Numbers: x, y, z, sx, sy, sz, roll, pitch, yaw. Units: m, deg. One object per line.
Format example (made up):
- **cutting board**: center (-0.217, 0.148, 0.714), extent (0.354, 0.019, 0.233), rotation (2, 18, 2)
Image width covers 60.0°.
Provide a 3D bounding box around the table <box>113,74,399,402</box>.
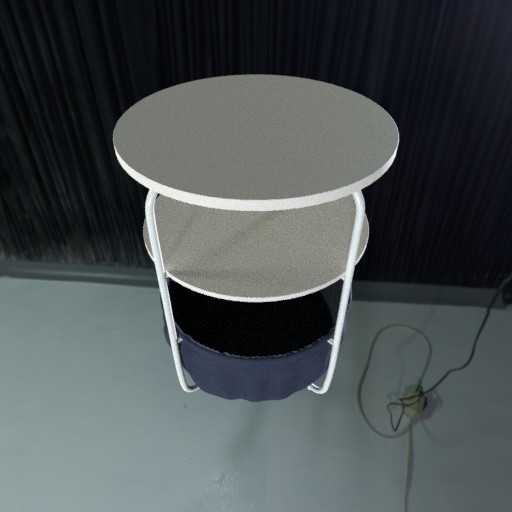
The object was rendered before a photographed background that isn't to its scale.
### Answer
- **table**: center (0.000, 0.000, 0.841), extent (0.418, 0.532, 0.418), rotation (0, 41, 1)
